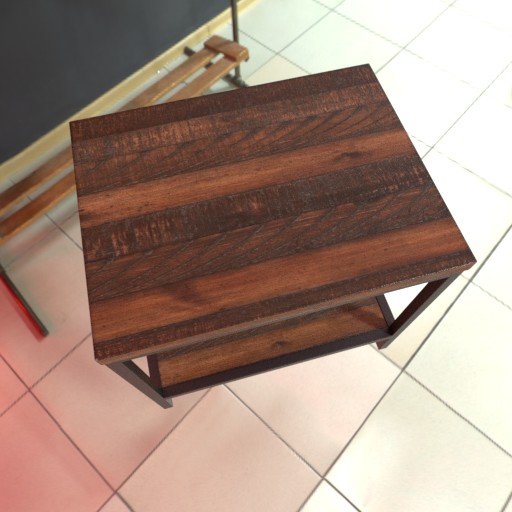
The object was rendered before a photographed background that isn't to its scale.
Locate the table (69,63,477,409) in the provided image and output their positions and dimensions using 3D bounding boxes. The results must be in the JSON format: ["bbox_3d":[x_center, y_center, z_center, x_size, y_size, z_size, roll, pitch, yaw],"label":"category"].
[{"bbox_3d":[0.000,0.000,1.137,0.678,0.612,0.524,-14,64,-7],"label":"table"}]
